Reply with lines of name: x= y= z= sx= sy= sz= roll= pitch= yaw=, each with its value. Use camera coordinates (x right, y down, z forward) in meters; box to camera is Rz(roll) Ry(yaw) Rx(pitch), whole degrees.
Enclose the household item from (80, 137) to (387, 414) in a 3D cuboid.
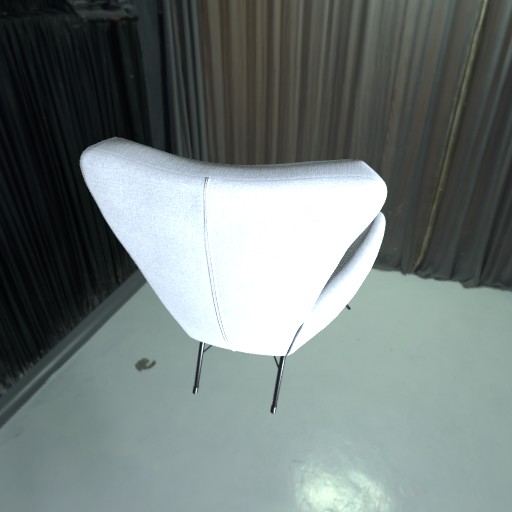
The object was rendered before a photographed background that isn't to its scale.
household item: x=0.000 y=0.000 z=1.786 sx=0.980 sy=1.050 sz=0.900 roll=8 pitch=33 yaw=13
